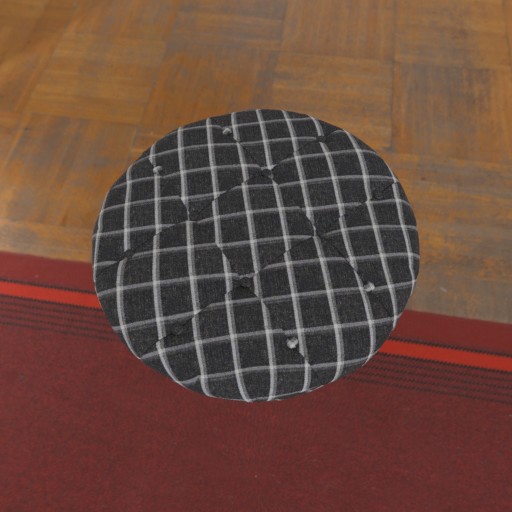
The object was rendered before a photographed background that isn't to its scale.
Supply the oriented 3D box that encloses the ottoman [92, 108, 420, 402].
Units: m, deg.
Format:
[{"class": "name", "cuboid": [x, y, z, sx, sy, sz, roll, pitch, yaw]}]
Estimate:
[{"class": "ottoman", "cuboid": [0.000, 0.000, 1.357, 0.901, 0.439, 0.901, 0, 64, 0]}]
